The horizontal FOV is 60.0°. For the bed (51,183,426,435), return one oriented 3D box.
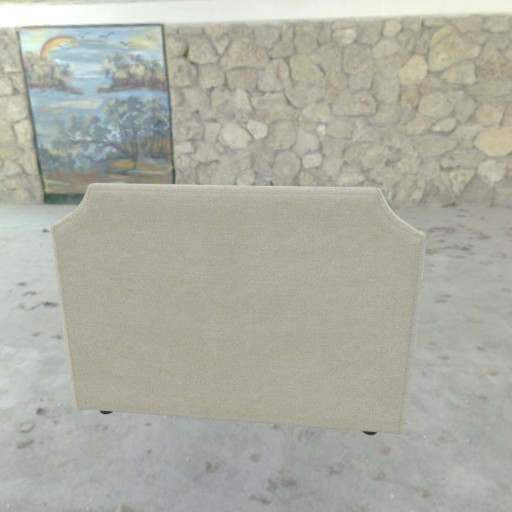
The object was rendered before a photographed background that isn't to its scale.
[{"bbox_3d":[0.000,0.000,3.230,1.828,1.297,2.164,2,17,7],"label":"bed"}]
